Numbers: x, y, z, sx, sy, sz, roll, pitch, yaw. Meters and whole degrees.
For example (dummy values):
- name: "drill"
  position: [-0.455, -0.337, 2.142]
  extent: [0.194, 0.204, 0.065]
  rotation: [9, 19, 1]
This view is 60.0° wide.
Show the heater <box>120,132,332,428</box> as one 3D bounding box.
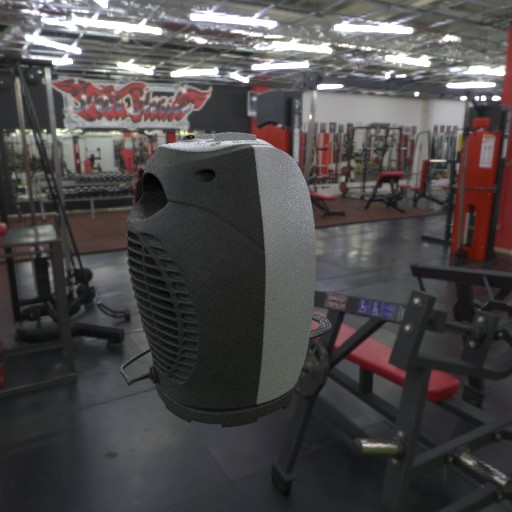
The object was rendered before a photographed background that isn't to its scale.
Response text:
- name: "heater"
  position: [0.000, 0.000, 0.483]
  extent: [0.291, 0.255, 0.239]
  rotation: [-7, 15, -26]
